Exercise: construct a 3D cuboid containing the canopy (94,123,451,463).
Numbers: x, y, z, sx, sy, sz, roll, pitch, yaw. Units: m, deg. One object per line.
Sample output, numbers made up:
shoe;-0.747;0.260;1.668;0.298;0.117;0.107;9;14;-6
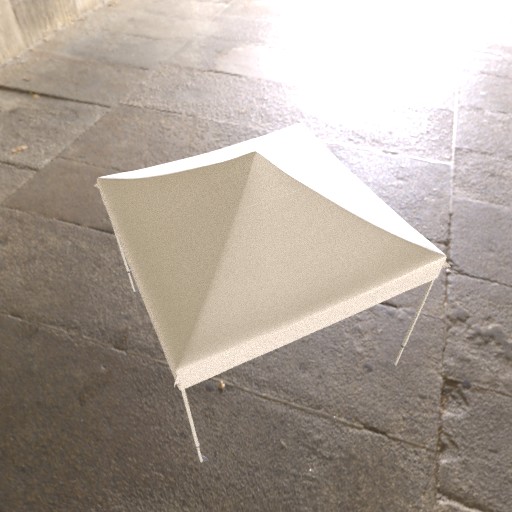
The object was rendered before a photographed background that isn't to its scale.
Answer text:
canopy;0.000;0.000;5.435;2.994;2.998;2.996;-20;50;-18
